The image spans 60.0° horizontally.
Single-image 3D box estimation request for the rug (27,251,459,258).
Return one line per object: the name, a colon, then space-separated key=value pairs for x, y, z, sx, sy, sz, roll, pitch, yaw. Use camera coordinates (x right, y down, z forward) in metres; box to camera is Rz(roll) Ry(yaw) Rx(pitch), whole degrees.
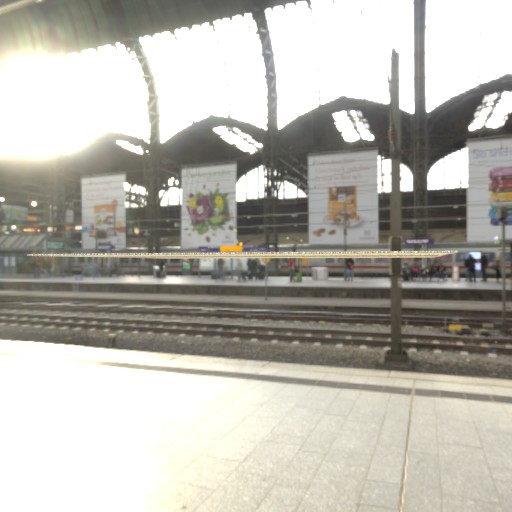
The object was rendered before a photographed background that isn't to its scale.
rug: x=0.000 y=0.000 z=2.317 sx=1.815 sy=0.007 sz=1.226 roll=0 pitch=-1 yaw=19
